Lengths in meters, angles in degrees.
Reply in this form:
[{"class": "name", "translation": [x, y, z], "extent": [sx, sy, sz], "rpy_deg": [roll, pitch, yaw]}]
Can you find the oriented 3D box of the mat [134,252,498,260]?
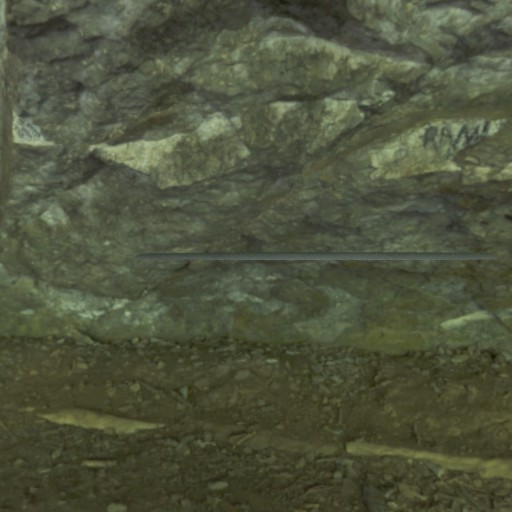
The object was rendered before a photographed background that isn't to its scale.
[{"class": "mat", "translation": [0.000, 0.000, 1.814], "extent": [0.917, 0.022, 1.525], "rpy_deg": [0, 0, -36]}]
